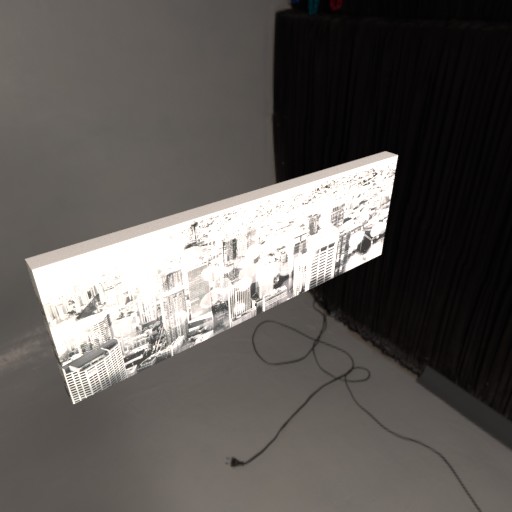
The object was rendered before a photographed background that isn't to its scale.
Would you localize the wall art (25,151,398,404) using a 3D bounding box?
[{"bbox_3d":[0.000,0.000,0.853,0.763,0.255,0.038,-22,37,-32],"label":"wall art"}]
